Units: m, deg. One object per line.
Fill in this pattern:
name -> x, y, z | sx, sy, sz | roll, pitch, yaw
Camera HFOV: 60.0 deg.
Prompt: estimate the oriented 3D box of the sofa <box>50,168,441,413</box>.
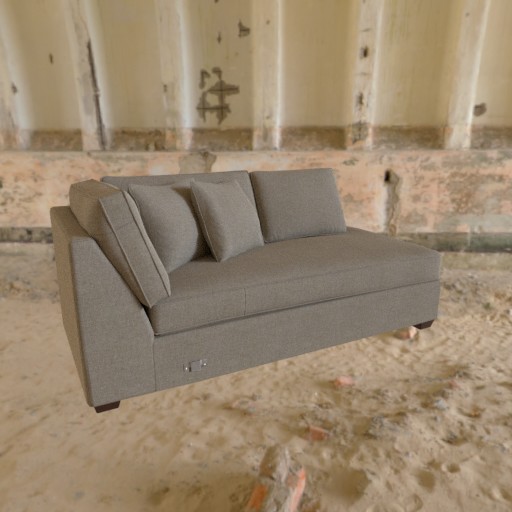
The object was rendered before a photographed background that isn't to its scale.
sofa -> 0.000, 0.000, 2.781 | 2.238, 1.019, 1.110 | -8, 17, -27
